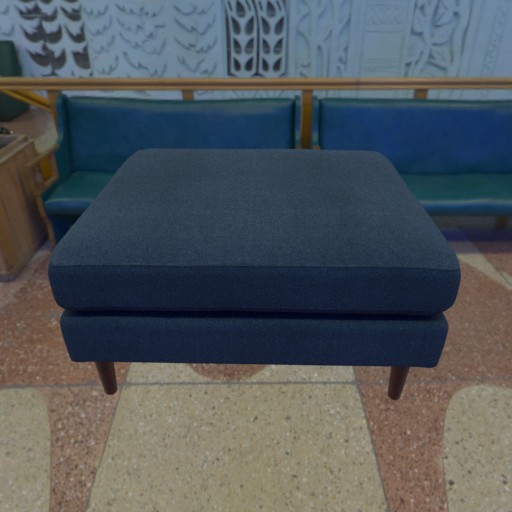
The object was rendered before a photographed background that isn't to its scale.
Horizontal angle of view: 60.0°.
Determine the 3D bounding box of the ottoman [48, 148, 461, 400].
[{"bbox_3d":[0.000,0.000,1.222,0.821,0.474,0.693,1,31,1],"label":"ottoman"}]
